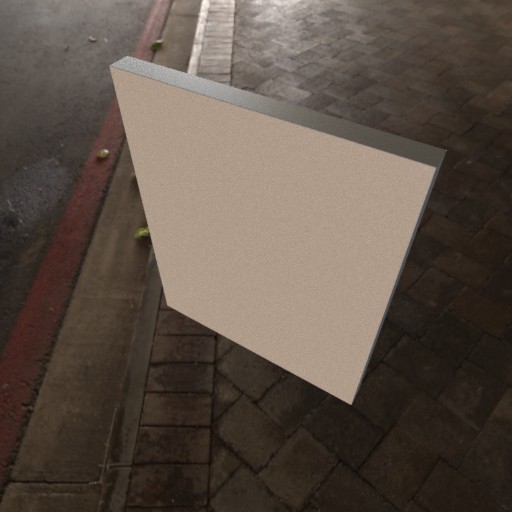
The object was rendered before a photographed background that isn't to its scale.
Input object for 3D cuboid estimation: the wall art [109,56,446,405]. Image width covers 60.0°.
[{"bbox_3d":[0.000,0.000,0.741,0.452,0.549,0.038,24,51,21],"label":"wall art"}]
